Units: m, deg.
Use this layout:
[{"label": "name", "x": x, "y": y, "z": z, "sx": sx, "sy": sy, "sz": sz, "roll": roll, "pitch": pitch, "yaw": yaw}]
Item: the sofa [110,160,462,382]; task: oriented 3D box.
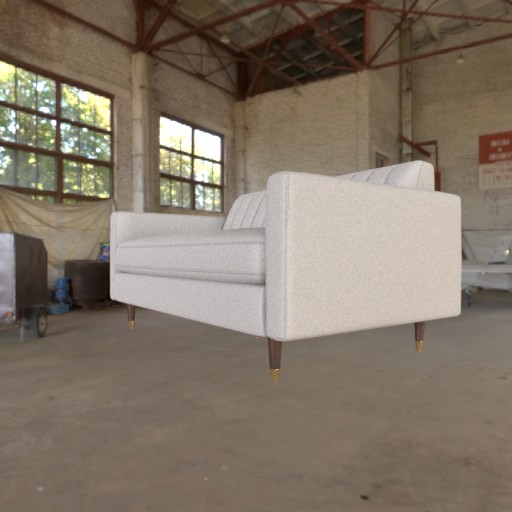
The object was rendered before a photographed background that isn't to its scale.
[{"label": "sofa", "x": 0.000, "y": 0.000, "z": 2.153, "sx": 0.950, "sy": 0.801, "sz": 1.585, "roll": 0, "pitch": 0, "yaw": -36}]
